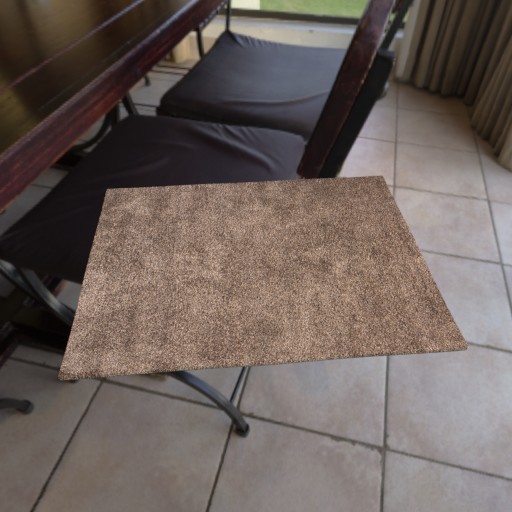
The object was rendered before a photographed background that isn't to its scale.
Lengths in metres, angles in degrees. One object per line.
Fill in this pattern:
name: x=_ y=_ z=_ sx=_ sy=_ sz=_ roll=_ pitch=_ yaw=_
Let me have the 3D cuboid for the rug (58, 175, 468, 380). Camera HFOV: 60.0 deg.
rug: x=0.000 y=0.000 z=2.147 sx=1.601 sy=0.025 sz=1.198 roll=-3 pitch=45 yaw=-3
